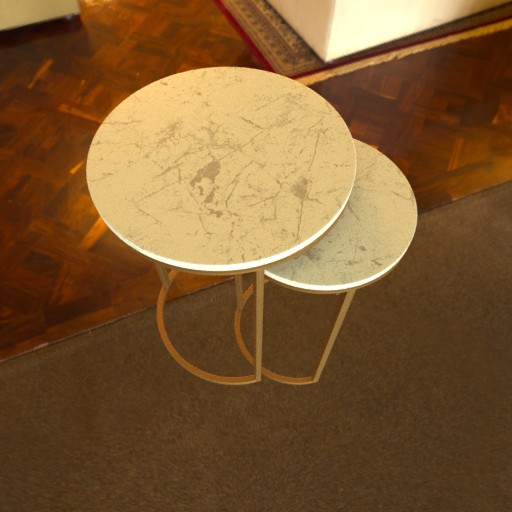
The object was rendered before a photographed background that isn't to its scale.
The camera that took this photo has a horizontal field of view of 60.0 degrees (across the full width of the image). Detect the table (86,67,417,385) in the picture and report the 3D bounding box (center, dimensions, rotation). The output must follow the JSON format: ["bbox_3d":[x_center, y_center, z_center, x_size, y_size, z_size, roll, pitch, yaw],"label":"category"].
[{"bbox_3d":[0.000,0.000,0.890,0.507,0.550,0.400,16,60,9],"label":"table"}]
